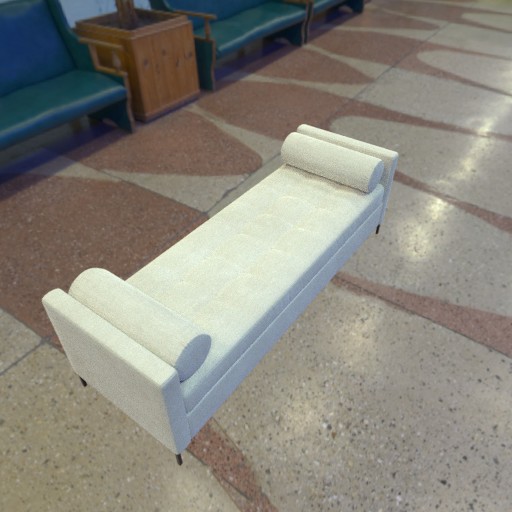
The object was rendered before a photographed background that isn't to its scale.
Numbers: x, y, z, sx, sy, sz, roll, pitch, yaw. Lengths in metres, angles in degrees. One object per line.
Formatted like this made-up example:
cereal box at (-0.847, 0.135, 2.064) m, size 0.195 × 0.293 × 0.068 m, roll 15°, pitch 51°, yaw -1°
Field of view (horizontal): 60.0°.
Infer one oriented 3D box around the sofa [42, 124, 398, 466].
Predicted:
sofa at (0.000, 0.000, 2.403) m, size 0.686 × 0.635 × 1.981 m, roll 26°, pitch 47°, yaw 26°
